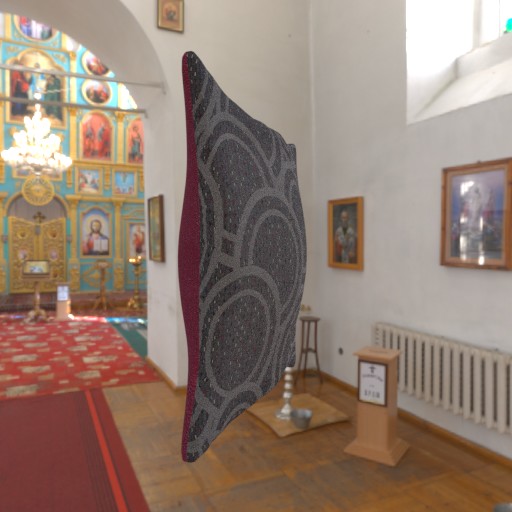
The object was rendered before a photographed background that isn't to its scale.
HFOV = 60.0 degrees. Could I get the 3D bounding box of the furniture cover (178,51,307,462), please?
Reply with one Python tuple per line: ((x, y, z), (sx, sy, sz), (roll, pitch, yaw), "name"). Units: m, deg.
((0.000, 0.000, 0.785), (0.163, 0.513, 0.514), (0, 0, 19), "furniture cover")
